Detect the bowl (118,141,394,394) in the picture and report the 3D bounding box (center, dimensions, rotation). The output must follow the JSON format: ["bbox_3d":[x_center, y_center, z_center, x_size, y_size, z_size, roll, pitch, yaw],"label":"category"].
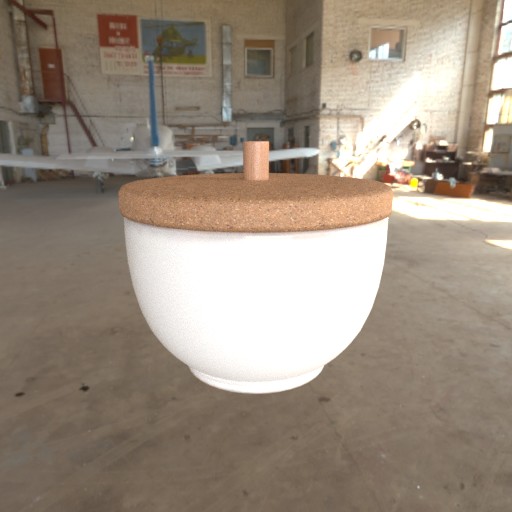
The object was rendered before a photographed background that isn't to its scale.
[{"bbox_3d":[0.000,0.000,0.220,0.126,0.110,0.126,0,14,0],"label":"bowl"}]
